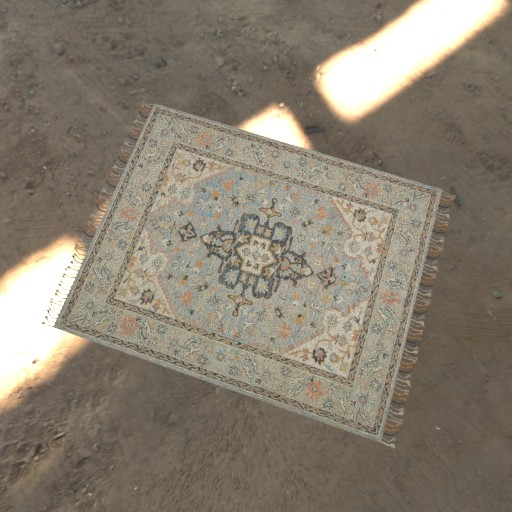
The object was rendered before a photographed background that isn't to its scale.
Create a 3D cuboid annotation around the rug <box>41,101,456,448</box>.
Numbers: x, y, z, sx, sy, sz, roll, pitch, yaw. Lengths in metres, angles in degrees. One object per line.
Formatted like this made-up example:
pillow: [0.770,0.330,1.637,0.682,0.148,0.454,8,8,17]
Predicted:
rug: [0.000,0.000,2.177,1.730,0.009,1.278,18,75,5]
